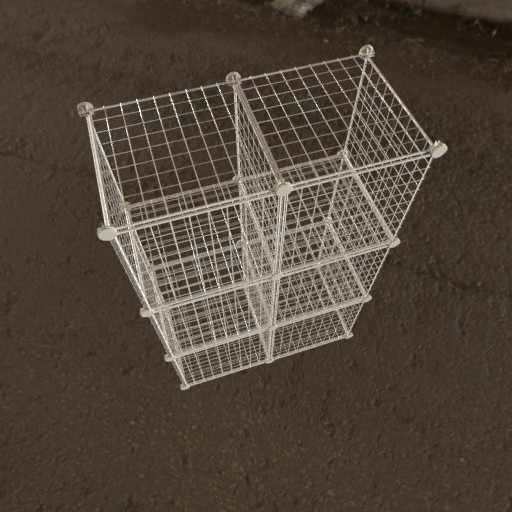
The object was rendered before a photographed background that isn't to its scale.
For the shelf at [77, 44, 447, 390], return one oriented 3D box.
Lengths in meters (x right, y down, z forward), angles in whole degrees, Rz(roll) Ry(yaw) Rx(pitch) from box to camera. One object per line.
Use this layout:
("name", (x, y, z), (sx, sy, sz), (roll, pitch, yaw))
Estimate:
("shelf", (0.000, 0.000, 1.385), (0.711, 1.067, 0.356), (-15, 60, -9))
